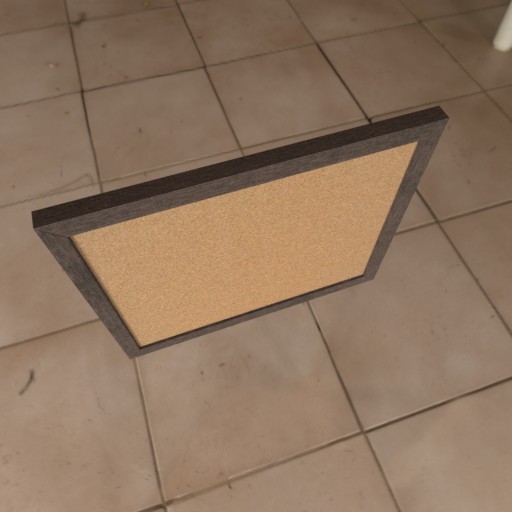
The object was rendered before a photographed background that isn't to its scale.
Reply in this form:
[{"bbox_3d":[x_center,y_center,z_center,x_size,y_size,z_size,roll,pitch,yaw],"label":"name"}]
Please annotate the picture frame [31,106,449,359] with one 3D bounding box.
[{"bbox_3d":[0.000,0.000,0.751,0.546,0.455,0.026,-17,60,-10],"label":"picture frame"}]
